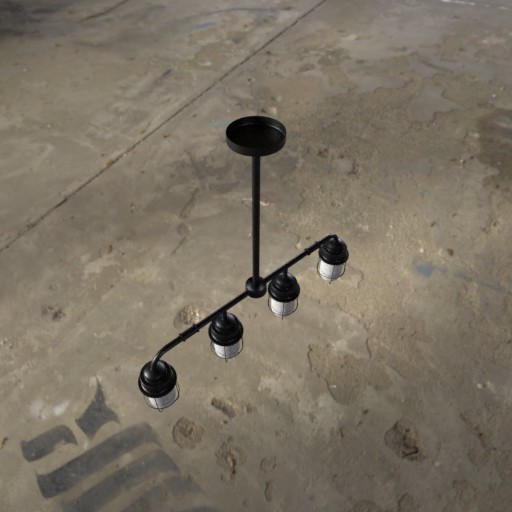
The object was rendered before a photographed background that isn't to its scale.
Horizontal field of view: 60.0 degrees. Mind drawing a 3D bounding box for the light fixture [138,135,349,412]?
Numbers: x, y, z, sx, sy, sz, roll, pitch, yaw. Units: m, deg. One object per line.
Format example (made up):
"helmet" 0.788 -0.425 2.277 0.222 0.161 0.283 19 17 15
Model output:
"light fixture" 0.000 0.000 1.242 0.852 0.785 0.131 -33 55 -27
